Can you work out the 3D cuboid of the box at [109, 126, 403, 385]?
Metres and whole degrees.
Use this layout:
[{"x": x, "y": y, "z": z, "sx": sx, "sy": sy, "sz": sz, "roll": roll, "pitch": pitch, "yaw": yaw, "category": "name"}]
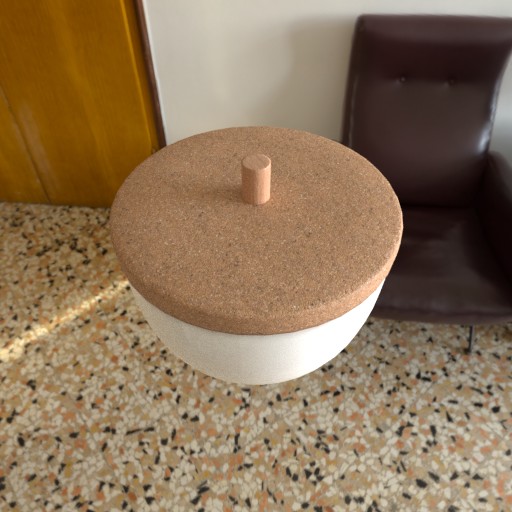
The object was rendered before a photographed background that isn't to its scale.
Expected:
[{"x": 0.000, "y": 0.000, "z": 0.186, "sx": 0.107, "sy": 0.094, "sz": 0.107, "roll": 0, "pitch": 46, "yaw": 0, "category": "box"}]
